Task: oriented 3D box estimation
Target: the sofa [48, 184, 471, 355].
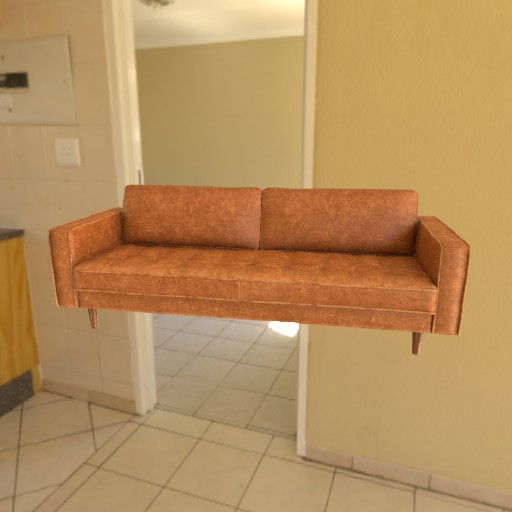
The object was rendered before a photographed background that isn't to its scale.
[{"bbox_3d":[0.000,0.000,2.663,2.199,0.779,0.886,3,15,10],"label":"sofa"}]
